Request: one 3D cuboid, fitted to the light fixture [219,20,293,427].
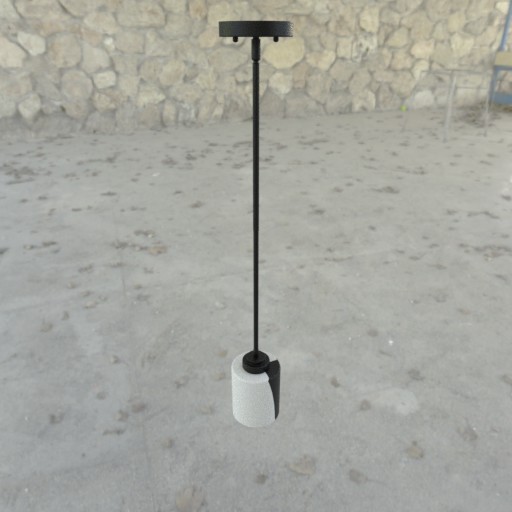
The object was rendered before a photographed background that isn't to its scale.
[{"bbox_3d":[0.000,0.000,0.923,0.123,0.863,0.123,-8,28,-16],"label":"light fixture"}]
